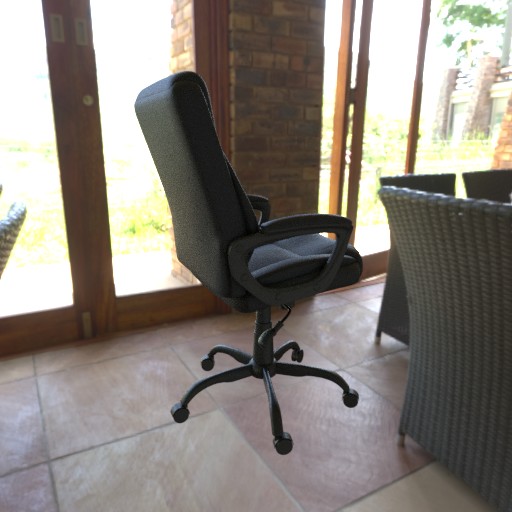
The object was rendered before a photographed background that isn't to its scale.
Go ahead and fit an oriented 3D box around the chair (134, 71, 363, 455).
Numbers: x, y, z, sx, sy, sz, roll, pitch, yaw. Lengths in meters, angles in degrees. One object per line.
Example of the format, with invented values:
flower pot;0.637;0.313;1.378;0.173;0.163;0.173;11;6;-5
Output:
chair;0.000;0.000;1.467;0.655;1.072;0.615;-7;16;-25
